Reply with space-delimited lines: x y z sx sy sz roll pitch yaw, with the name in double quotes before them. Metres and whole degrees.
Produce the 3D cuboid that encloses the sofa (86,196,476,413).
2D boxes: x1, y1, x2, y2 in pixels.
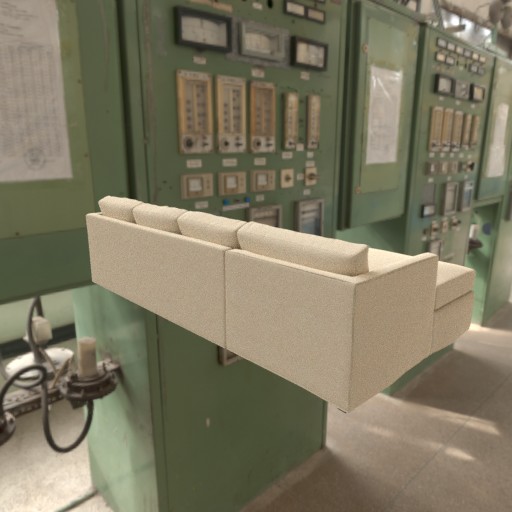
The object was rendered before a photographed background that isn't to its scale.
"sofa" 0.000 0.000 3.885 1.650 0.922 3.205 -13 19 -42
